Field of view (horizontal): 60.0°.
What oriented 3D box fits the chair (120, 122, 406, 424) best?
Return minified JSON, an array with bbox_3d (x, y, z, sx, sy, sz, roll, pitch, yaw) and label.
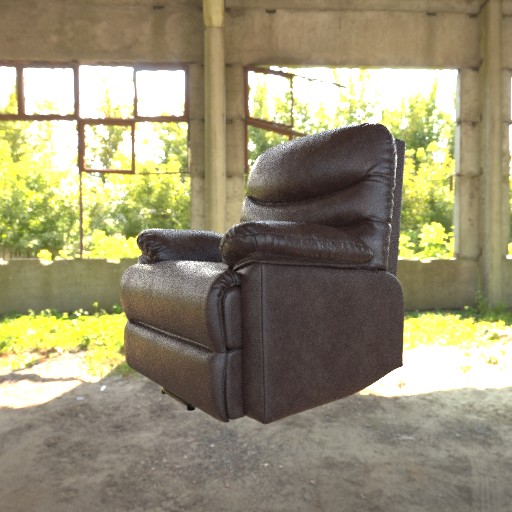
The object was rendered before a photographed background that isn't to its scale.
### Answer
[{"bbox_3d":[0.000,0.000,1.789,0.879,1.041,0.940,-1,1,-36],"label":"chair"}]
